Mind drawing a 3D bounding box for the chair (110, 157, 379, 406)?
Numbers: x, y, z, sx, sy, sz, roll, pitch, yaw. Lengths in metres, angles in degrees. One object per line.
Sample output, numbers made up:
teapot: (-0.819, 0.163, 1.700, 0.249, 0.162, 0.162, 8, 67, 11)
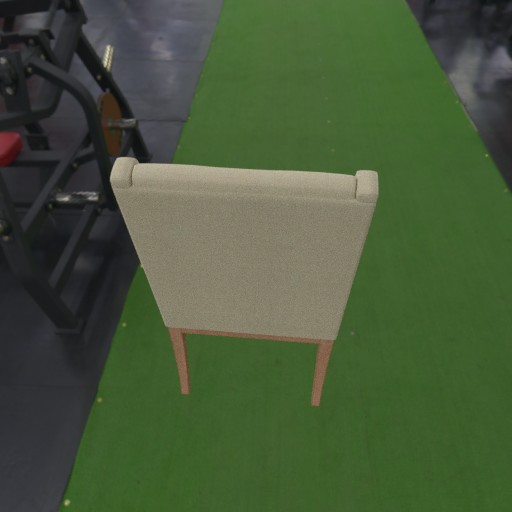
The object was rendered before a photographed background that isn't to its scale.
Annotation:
chair: (0.000, 0.000, 1.412, 0.575, 1.021, 0.611, 4, 46, 4)
